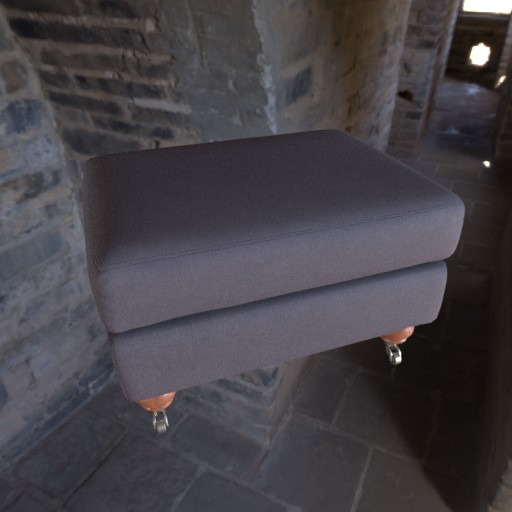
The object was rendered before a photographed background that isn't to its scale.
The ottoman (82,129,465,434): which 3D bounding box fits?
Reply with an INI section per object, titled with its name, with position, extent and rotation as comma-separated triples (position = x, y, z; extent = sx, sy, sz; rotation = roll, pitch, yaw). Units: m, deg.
[ottoman]
position = 0.000, 0.000, 1.132
extent = 0.773, 0.497, 0.574
rotation = -11, 34, -16
